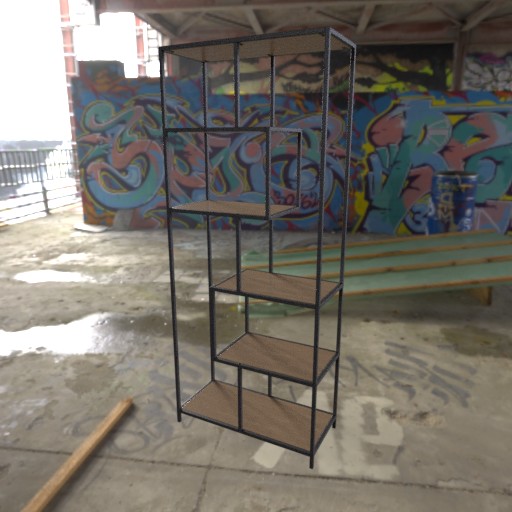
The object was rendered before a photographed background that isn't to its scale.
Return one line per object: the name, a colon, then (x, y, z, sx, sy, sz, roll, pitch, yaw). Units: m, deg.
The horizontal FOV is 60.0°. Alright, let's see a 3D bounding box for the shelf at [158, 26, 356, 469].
shelf: (0.000, 0.000, 2.119, 0.770, 1.850, 0.350, 8, 17, 27)
